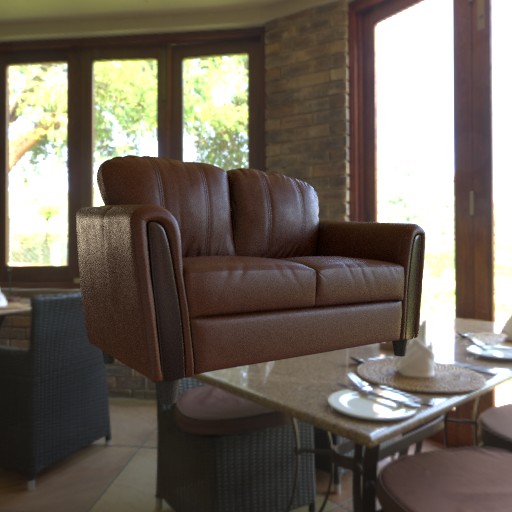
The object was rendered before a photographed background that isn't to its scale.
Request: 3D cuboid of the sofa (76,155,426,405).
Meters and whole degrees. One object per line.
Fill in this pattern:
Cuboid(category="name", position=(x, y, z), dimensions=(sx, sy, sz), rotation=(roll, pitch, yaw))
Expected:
Cuboid(category="sofa", position=(0.000, 0.000, 1.972), dimensions=(1.406, 0.906, 0.805), rotation=(0, 0, -35))
